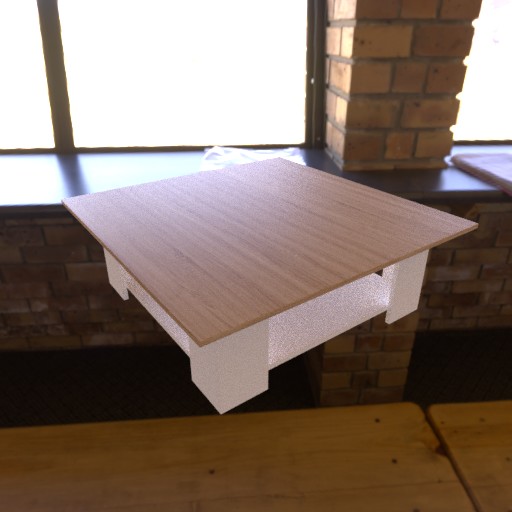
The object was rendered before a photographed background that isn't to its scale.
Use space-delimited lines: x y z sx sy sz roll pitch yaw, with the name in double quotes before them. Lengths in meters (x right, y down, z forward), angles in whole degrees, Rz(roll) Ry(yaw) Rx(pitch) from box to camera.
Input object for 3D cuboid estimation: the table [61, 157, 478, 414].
"table" 0.000 0.000 1.394 0.890 0.305 0.890 -18 33 -31
